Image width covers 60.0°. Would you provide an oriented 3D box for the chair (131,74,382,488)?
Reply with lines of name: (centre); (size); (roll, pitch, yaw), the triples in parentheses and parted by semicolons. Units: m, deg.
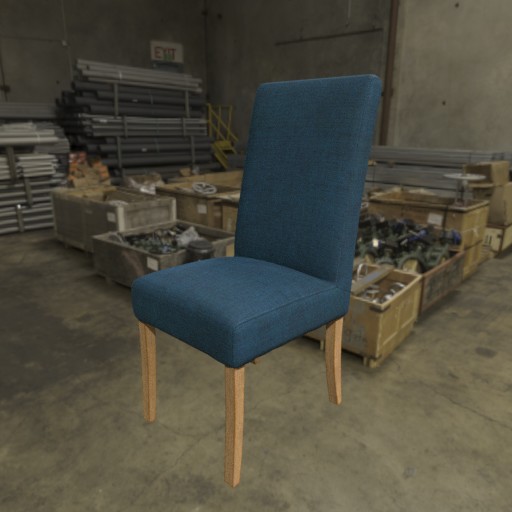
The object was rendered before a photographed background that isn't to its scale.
chair: (0.000, 0.000, 1.334); (0.450, 1.029, 0.610); (15, 22, 41)
